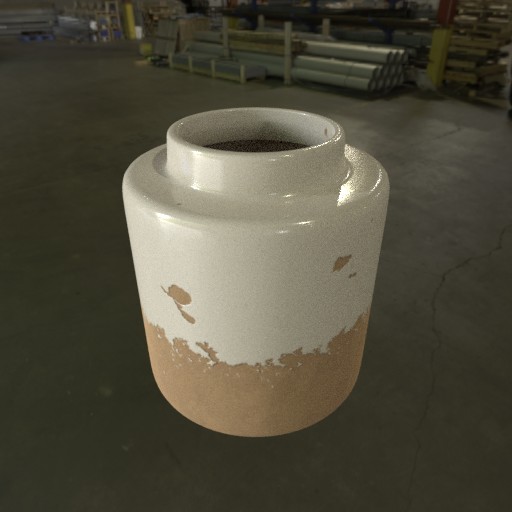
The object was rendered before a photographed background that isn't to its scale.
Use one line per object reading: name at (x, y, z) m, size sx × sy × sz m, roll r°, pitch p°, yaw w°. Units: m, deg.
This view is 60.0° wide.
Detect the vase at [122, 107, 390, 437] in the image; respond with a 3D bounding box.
vase at (0.000, 0.000, 0.289) m, size 0.153 × 0.167 × 0.153 m, roll 0°, pitch 31°, yaw 0°
